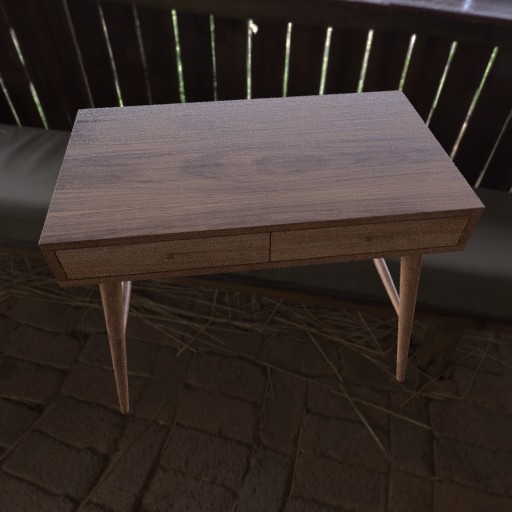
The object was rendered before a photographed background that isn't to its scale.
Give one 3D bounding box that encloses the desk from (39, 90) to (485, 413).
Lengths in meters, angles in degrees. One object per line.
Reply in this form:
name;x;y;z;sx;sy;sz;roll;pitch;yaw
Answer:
desk;0.000;0.000;1.391;0.949;0.758;0.588;-5;47;-5
